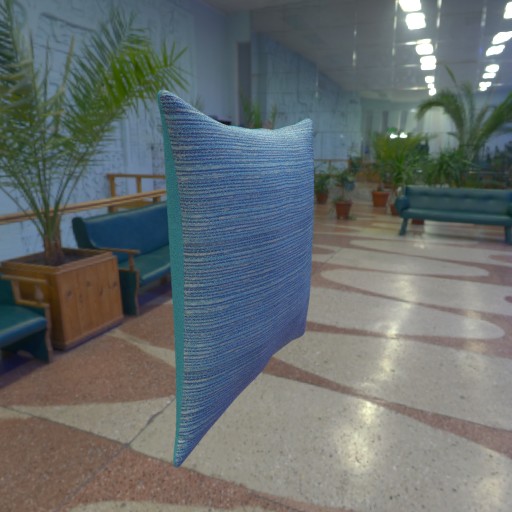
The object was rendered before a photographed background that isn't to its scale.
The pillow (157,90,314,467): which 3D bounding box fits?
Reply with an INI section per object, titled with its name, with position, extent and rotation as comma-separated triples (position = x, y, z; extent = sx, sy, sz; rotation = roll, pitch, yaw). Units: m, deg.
[pillow]
position = 0.000, 0.000, 0.777
extent = 0.150, 0.497, 0.514
rotation = 7, 15, 25
